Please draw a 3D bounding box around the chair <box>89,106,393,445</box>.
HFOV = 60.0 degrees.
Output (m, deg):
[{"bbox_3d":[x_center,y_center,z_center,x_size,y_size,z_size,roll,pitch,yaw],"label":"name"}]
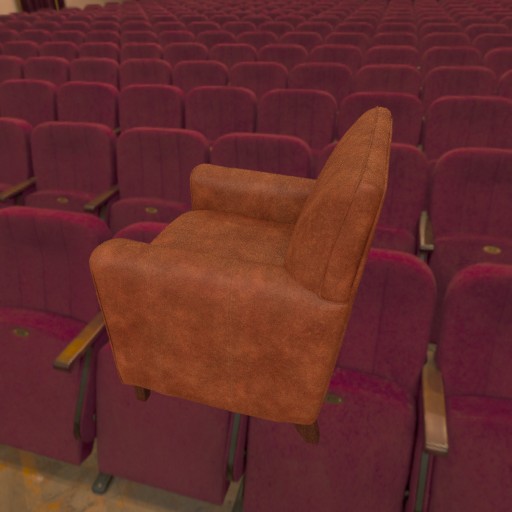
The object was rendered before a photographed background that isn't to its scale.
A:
[{"bbox_3d":[0.000,0.000,1.614,0.823,0.943,0.870,8,31,14],"label":"chair"}]
